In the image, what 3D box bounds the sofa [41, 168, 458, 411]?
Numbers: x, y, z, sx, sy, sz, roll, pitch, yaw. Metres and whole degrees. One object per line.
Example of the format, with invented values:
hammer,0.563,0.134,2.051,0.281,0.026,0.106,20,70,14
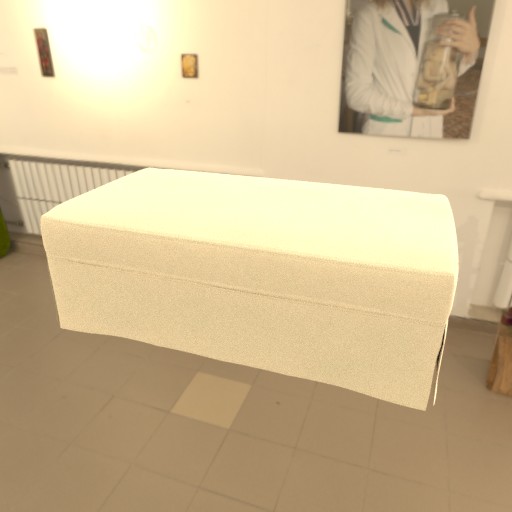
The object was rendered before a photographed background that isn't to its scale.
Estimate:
sofa,0.000,0.000,2.072,1.677,0.552,0.939,8,27,17
